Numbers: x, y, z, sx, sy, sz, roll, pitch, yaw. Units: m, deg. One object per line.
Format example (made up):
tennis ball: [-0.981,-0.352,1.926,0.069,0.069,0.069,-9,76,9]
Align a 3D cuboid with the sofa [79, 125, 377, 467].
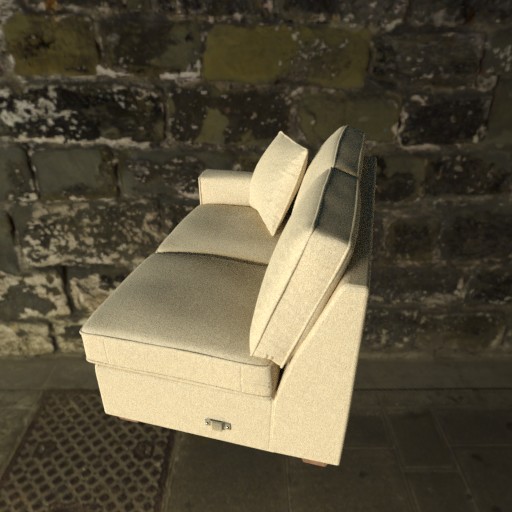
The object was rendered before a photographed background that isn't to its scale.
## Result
sofa: [0.000,0.000,2.037,0.991,0.989,1.388,7,31,12]
